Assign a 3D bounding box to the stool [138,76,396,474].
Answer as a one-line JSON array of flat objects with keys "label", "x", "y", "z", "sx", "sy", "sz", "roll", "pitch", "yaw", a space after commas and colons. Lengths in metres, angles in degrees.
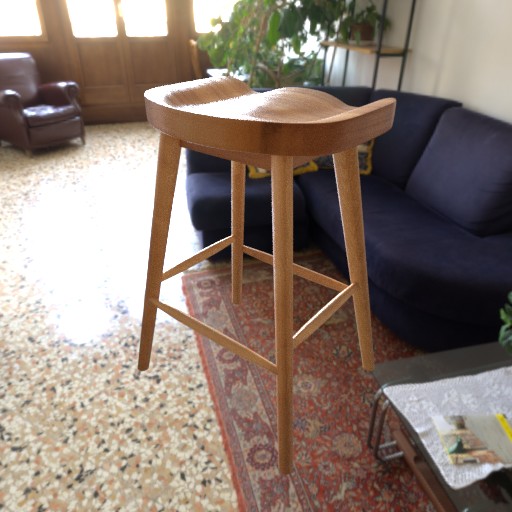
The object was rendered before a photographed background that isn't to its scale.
[{"label": "stool", "x": 0.000, "y": 0.000, "z": 0.893, "sx": 0.440, "sy": 0.615, "sz": 0.361, "roll": 22, "pitch": 37, "yaw": 33}]
